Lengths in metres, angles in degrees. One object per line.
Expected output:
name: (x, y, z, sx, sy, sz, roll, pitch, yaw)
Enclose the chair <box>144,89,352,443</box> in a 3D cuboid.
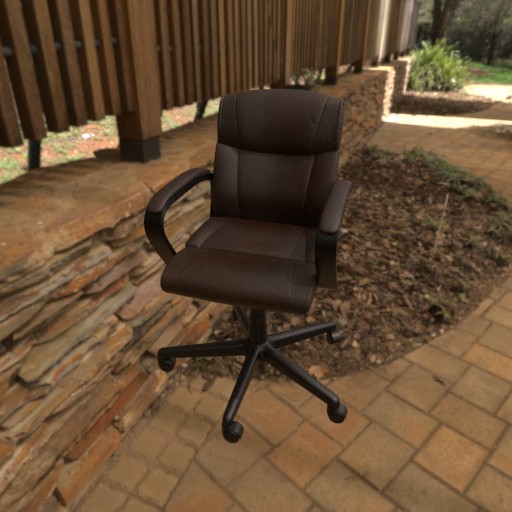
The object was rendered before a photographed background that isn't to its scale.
chair: (0.000, 0.000, 1.511, 0.739, 1.004, 0.717, 8, 28, 15)
